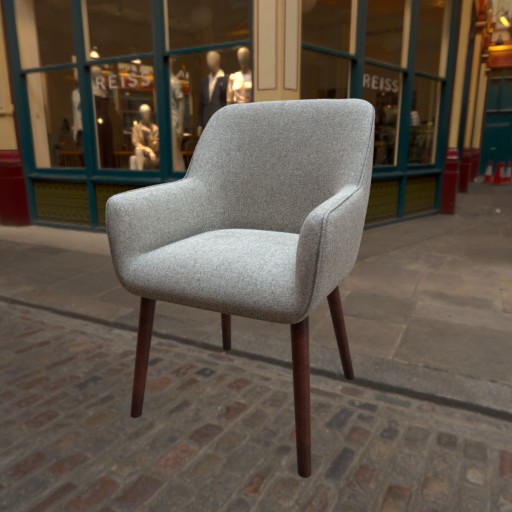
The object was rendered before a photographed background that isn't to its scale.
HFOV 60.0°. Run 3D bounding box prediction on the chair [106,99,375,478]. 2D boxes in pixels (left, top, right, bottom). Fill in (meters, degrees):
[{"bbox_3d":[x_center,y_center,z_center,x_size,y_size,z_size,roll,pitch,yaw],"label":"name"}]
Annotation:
[{"bbox_3d":[0.000,0.000,1.156,0.543,0.803,0.519,7,16,26],"label":"chair"}]
